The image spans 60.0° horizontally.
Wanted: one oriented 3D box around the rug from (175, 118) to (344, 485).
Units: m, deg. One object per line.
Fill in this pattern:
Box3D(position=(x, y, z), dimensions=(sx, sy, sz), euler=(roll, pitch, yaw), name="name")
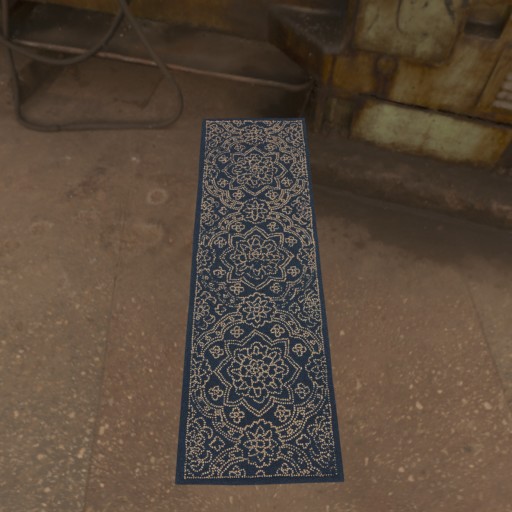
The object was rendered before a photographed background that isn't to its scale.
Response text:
Box3D(position=(0.000, 0.000, 2.655), dimensions=(0.769, 0.012, 2.448), euler=(-1, 57, 0), name="rug")
